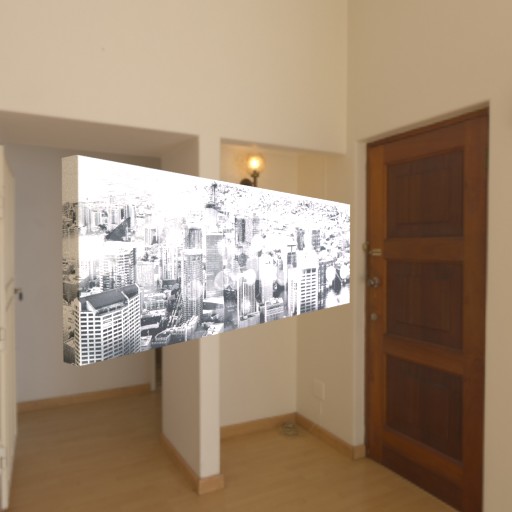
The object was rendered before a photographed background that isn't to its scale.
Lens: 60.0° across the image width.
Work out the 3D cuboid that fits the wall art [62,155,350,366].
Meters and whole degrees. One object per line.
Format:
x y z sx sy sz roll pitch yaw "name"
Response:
0.000 0.000 0.849 0.038 0.255 0.763 1 1 37 "wall art"
